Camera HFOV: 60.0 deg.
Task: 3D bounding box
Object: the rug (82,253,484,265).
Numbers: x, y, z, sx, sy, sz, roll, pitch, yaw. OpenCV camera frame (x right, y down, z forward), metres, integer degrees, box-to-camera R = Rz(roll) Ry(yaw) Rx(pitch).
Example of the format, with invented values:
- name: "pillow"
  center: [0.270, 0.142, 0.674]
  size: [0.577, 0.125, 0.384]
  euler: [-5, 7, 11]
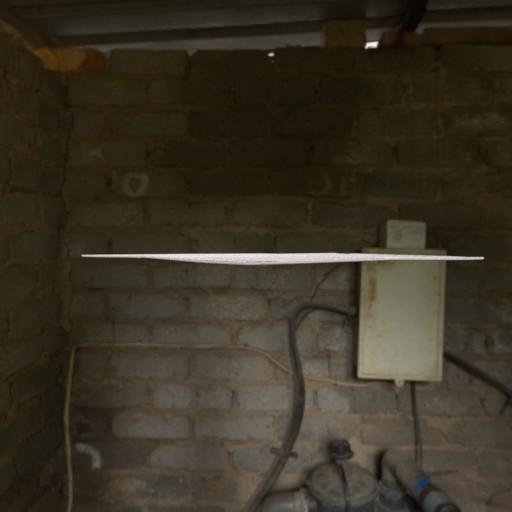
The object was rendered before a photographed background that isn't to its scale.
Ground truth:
- name: "rug"
  center: [0.000, 0.000, 4.285]
  size: [2.434, 0.045, 3.202]
  euler: [-1, 1, -36]
